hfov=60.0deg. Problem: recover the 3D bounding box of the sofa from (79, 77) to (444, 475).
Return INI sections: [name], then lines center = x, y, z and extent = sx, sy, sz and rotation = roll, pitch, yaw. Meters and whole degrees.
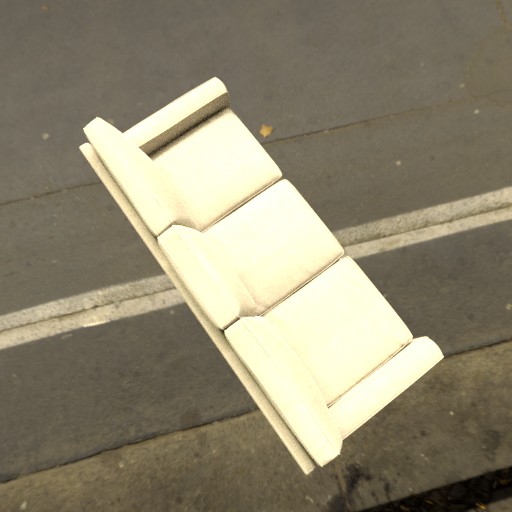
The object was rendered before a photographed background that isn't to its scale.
[sofa]
center = 0.000, 0.000, 2.553
extent = 0.936, 0.862, 2.093
rotation = -35, 78, -9
